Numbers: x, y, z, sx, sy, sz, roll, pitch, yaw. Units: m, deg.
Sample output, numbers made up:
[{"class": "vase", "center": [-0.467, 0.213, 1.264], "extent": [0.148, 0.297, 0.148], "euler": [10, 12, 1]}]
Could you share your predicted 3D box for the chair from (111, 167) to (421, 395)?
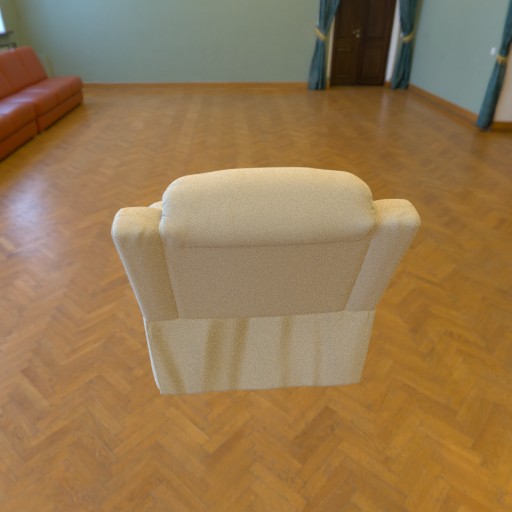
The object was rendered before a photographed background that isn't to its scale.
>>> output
[{"class": "chair", "center": [0.000, 0.000, 1.260], "extent": [0.680, 0.702, 0.709], "euler": [-2, 30, -4]}]
